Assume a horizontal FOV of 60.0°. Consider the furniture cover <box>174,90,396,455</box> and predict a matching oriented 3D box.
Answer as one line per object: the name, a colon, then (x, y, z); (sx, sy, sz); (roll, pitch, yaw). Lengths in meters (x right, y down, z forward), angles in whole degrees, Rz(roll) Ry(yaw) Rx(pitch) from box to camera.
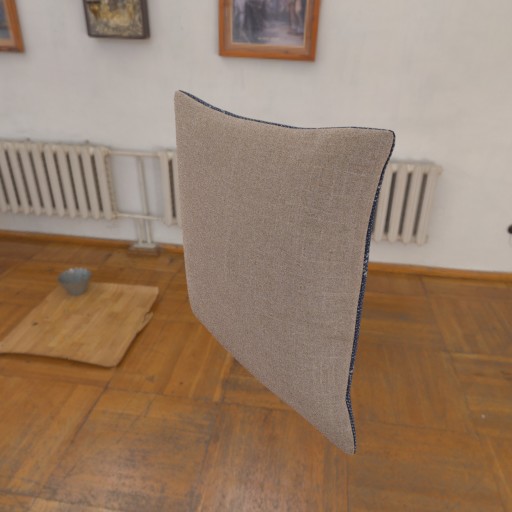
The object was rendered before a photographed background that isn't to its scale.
furniture cover: (0.000, 0.000, 0.767); (0.162, 0.503, 0.511); (-18, 32, -32)
